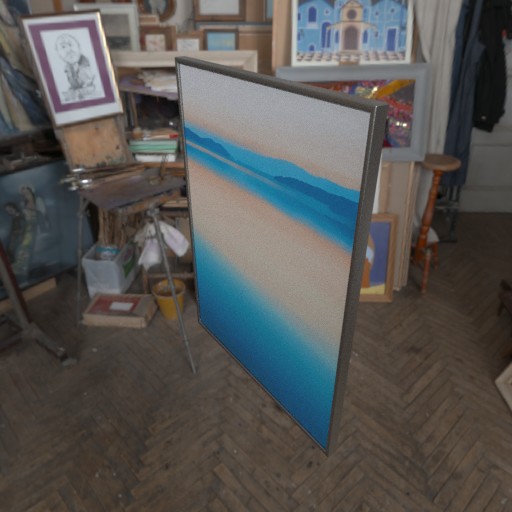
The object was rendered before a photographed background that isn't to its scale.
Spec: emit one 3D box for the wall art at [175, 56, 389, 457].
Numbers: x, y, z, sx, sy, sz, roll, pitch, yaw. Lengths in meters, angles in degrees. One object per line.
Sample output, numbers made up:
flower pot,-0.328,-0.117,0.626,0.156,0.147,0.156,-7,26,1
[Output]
wall art,0.000,0.000,1.382,0.037,1.062,0.801,-21,37,-30
